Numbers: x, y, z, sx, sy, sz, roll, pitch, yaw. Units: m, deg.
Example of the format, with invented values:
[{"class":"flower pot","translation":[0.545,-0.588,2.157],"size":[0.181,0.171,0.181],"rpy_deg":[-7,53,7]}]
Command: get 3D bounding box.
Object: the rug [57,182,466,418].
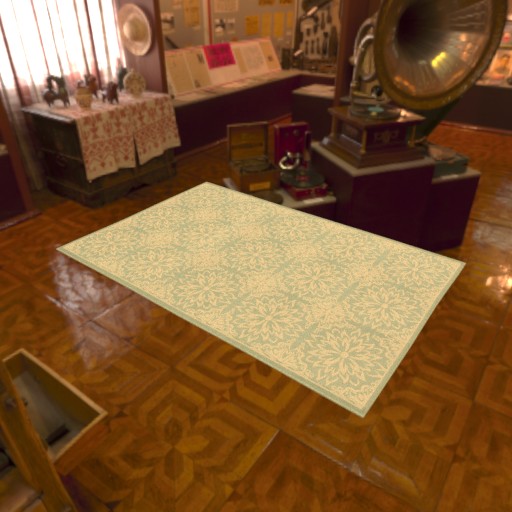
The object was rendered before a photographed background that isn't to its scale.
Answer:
[{"class":"rug","translation":[0.000,0.000,3.553],"size":[2.746,0.018,1.819],"rpy_deg":[22,38,31]}]
